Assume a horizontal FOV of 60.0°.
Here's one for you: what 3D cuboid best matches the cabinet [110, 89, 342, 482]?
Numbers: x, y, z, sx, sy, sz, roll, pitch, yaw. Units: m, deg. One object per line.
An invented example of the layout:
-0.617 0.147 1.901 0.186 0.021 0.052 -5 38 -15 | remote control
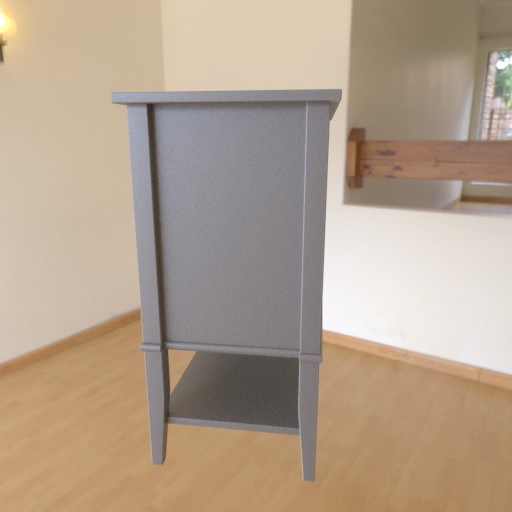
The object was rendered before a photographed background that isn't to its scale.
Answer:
0.000 0.000 1.224 0.396 0.780 0.801 2 15 8 | cabinet
